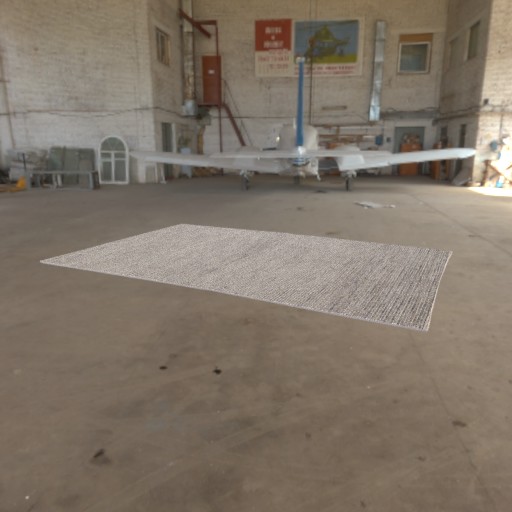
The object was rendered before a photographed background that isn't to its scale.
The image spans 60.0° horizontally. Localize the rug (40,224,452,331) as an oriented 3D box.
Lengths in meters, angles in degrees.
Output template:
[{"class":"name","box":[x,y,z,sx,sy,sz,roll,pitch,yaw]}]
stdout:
[{"class":"rug","box":[0.000,0.000,2.282,1.804,0.022,1.162,7,16,26]}]
